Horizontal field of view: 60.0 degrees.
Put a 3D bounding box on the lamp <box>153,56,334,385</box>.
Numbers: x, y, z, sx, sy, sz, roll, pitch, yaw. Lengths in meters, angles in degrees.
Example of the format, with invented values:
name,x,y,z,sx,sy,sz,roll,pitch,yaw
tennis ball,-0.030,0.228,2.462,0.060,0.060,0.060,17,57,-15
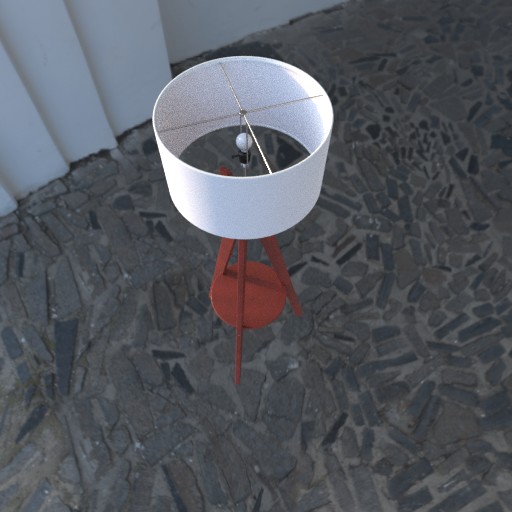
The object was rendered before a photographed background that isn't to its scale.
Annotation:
name,x,y,z,sx,sy,sz,roll,pitch,yaw
lamp,0.000,0.000,1.792,0.542,1.472,0.539,-16,59,-10
